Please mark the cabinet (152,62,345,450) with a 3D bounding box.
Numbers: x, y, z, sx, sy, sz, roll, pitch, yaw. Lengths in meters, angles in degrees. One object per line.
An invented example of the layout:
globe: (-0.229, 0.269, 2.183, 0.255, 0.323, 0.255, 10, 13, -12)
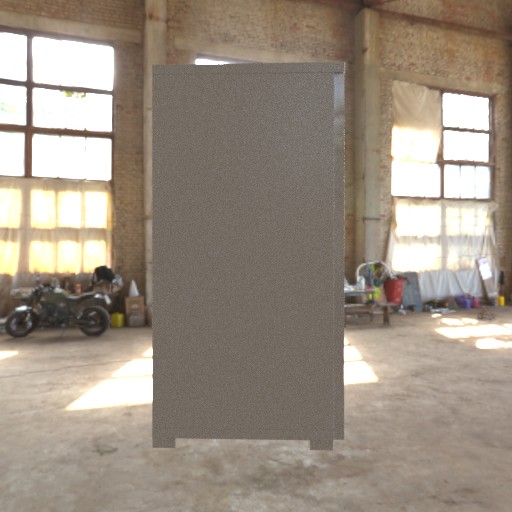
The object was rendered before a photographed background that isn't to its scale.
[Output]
cabinet: (0.000, 0.000, 1.418, 0.400, 0.800, 1.000, 0, 0, 2)
